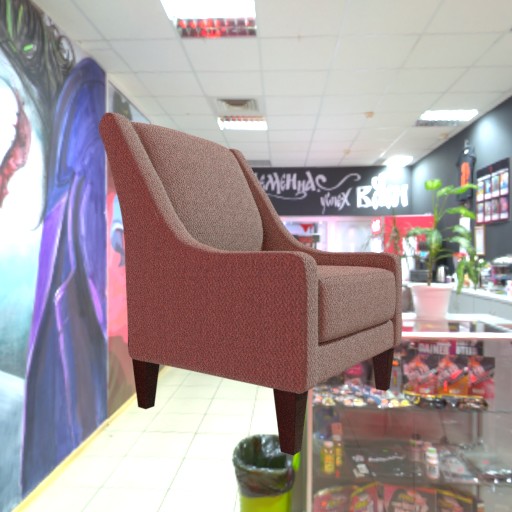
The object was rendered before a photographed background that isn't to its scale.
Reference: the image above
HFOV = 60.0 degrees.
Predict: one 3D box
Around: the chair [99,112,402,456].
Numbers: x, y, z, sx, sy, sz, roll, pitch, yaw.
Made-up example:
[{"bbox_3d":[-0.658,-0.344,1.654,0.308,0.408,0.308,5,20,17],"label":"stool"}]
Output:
[{"bbox_3d":[0.000,0.000,1.629,0.870,1.014,0.774,0,0,36],"label":"chair"}]
